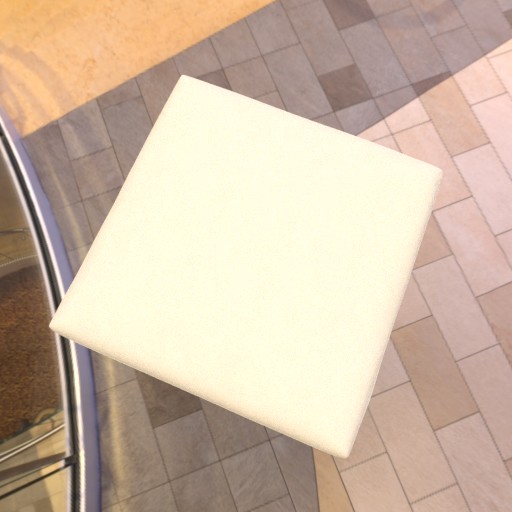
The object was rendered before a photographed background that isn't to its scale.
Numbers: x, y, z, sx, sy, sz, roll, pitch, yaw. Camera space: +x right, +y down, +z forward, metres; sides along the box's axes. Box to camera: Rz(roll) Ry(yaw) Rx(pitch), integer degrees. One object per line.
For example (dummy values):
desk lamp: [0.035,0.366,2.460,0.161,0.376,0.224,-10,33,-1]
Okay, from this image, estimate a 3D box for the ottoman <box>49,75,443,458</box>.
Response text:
ottoman: [0.000,0.000,1.805,1.167,0.482,1.163,22,76,6]
